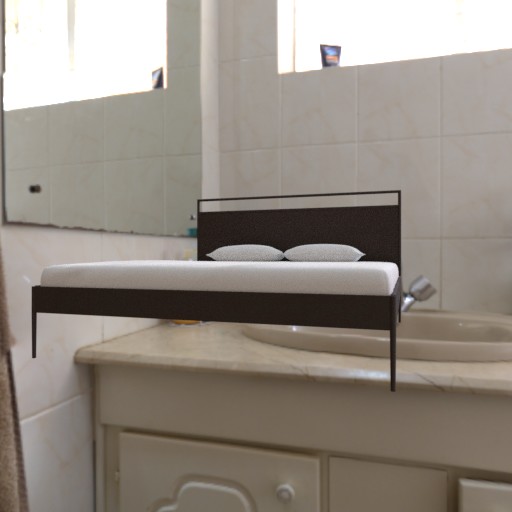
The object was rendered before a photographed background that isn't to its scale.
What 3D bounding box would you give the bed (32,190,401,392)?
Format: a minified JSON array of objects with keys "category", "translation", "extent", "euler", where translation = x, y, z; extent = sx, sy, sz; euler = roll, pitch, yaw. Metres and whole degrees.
[{"category":"bed","translation":[0.000,0.000,3.234],"extent":[1.993,1.173,2.151],"euler":[0,0,19]}]
